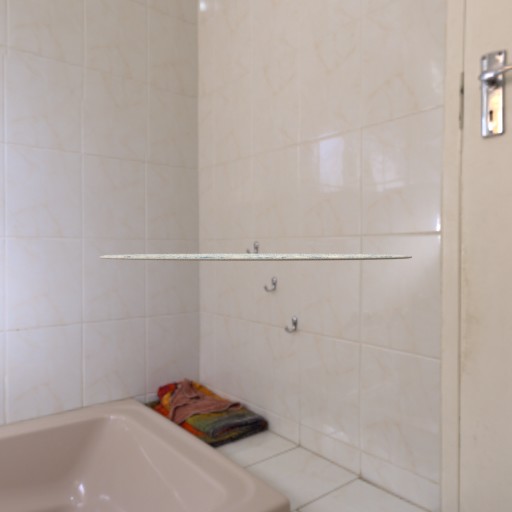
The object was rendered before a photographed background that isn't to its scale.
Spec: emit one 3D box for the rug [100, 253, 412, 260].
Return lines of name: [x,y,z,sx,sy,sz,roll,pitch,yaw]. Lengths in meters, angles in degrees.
rug: [0.000,0.000,2.397,1.593,0.012,1.593,0,1,0]
